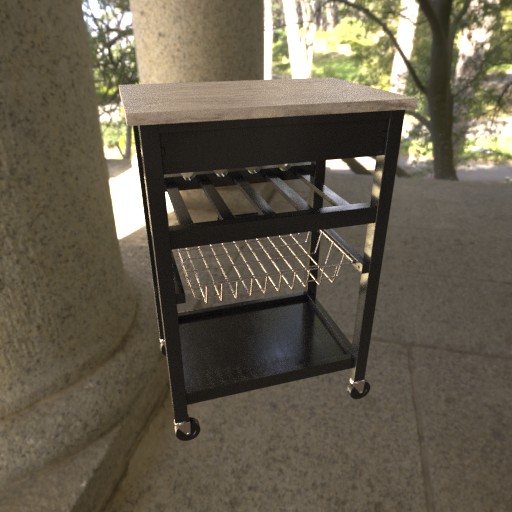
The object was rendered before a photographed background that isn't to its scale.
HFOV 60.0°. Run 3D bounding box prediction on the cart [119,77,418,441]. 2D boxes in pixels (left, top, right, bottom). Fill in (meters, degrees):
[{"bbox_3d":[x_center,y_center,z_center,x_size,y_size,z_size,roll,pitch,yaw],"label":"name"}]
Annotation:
[{"bbox_3d":[0.000,0.000,1.191,0.584,0.839,0.403,-8,29,-15],"label":"cart"}]
